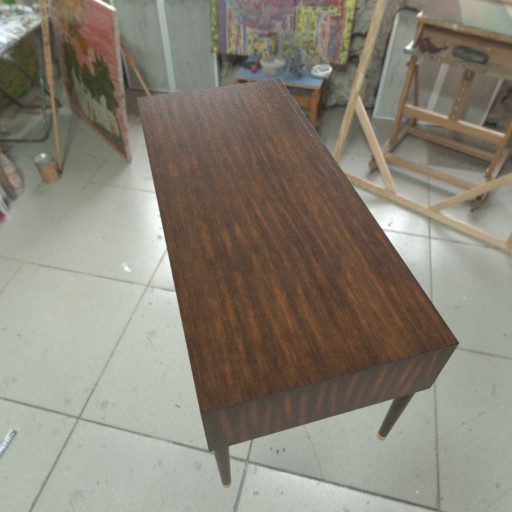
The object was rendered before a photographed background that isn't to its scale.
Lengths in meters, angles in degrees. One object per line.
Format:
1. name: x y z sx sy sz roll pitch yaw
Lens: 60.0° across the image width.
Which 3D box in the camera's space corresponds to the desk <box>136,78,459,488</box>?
1. desk: 0.000 0.000 1.923 0.724 0.762 1.575 -12 49 -11
